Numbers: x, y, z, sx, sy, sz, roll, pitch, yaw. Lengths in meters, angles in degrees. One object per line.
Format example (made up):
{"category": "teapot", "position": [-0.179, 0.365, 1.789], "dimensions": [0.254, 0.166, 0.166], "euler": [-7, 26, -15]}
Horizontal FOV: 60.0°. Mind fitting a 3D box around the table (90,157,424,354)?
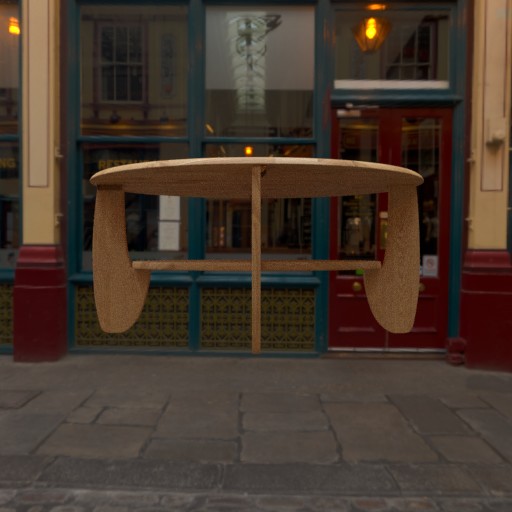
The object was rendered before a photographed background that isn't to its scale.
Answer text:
{"category": "table", "position": [0.000, 0.000, 1.418], "dimensions": [1.040, 0.490, 0.690], "euler": [0, 1, 0]}
